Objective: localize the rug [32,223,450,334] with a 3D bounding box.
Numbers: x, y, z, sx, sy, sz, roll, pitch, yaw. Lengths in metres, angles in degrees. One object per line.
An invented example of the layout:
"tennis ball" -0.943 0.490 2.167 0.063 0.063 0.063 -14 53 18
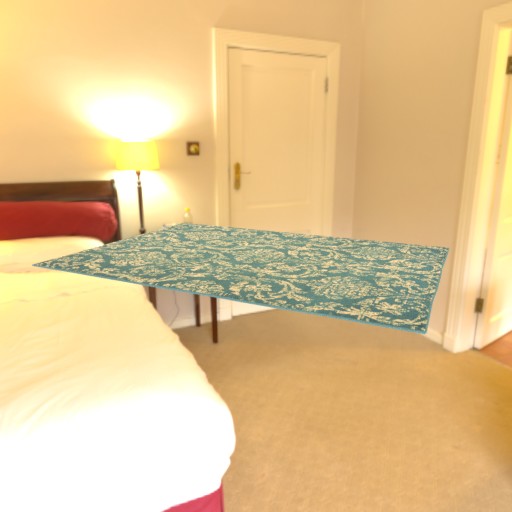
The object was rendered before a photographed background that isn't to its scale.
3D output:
"rug" 0.000 0.000 2.837 2.205 0.012 1.554 7 16 25
